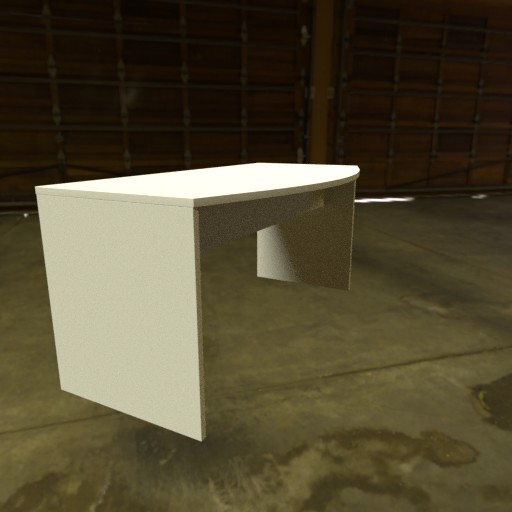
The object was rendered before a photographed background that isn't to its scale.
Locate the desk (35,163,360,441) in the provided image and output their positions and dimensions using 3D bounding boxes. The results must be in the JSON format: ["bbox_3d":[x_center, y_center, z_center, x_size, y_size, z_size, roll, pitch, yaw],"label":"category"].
[{"bbox_3d":[0.000,0.000,2.058,0.802,0.750,1.600,8,17,27],"label":"desk"}]
